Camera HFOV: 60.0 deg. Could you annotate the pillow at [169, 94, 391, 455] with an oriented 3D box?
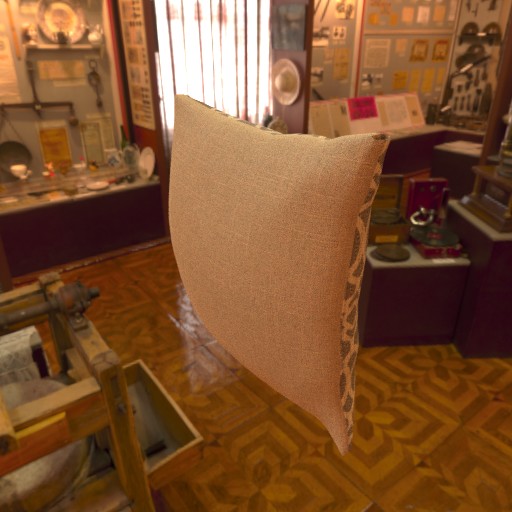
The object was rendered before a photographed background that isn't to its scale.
[{"bbox_3d":[0.000,0.000,0.780,0.215,0.498,0.508,-17,31,-31],"label":"pillow"}]
